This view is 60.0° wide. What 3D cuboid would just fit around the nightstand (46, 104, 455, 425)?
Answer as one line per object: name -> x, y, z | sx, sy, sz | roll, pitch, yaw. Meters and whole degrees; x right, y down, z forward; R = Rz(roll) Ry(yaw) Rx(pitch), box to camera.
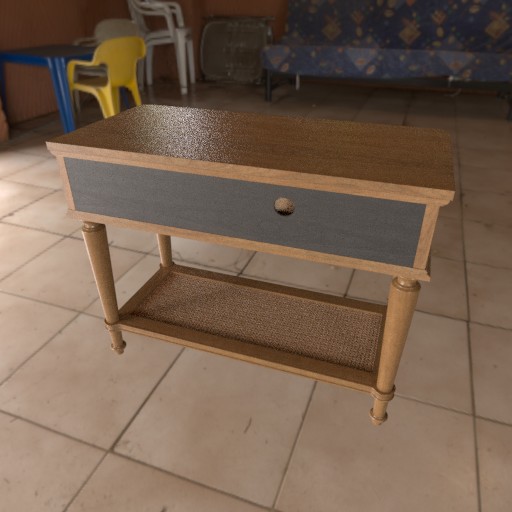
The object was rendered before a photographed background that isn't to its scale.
nightstand -> 0.000, 0.000, 1.285 | 0.914, 0.700, 0.432 | 10, 33, 16
